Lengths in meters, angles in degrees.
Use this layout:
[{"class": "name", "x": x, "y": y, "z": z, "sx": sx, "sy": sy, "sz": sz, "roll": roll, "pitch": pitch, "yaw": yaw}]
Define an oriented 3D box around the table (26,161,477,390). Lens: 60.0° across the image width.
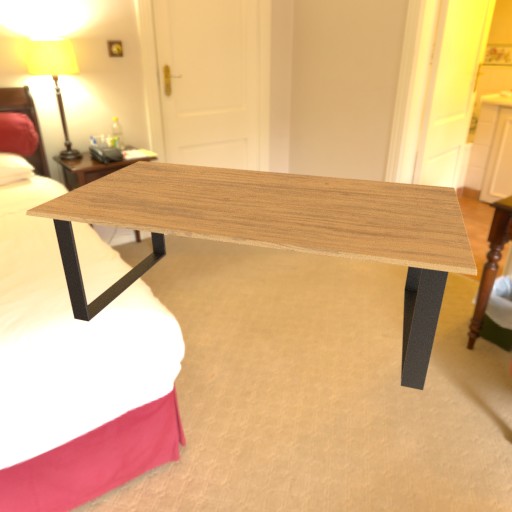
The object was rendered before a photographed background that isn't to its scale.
[{"class": "table", "x": 0.000, "y": 0.000, "z": 1.630, "sx": 1.331, "sy": 0.445, "sz": 0.693, "roll": 8, "pitch": 27, "yaw": 16}]
